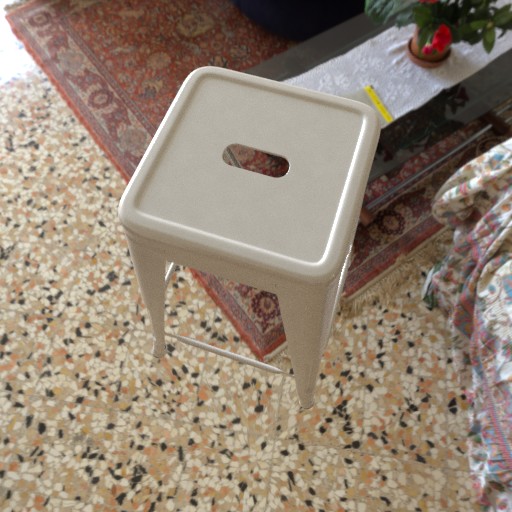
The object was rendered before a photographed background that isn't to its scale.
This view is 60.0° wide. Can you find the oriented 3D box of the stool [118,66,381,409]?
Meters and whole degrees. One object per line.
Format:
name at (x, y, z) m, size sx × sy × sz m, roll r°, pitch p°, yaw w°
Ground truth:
stool at (0.000, 0.000, 0.861) m, size 0.406 × 0.610 × 0.406 m, roll 17°, pitch 66°, yaw 8°
